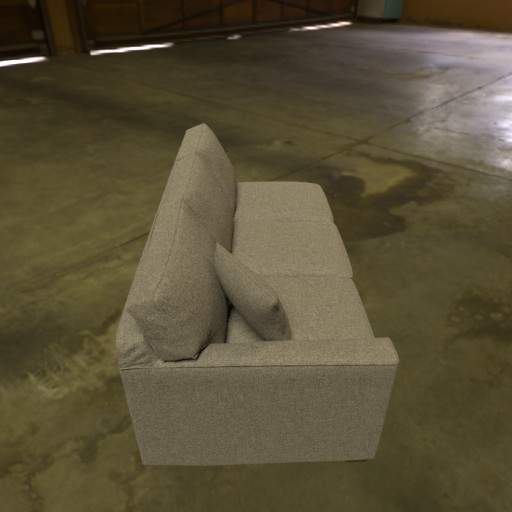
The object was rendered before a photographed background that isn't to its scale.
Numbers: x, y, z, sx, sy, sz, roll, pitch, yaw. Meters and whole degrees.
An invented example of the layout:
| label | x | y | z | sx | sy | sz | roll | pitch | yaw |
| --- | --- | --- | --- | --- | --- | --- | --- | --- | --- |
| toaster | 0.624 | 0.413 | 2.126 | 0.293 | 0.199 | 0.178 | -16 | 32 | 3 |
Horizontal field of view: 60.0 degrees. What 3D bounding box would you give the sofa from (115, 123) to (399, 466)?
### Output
| label | x | y | z | sx | sy | sz | roll | pitch | yaw |
| --- | --- | --- | --- | --- | --- | --- | --- | --- | --- |
| sofa | 0.000 | 0.000 | 2.471 | 1.034 | 0.946 | 1.963 | -1 | 33 | -1 |
